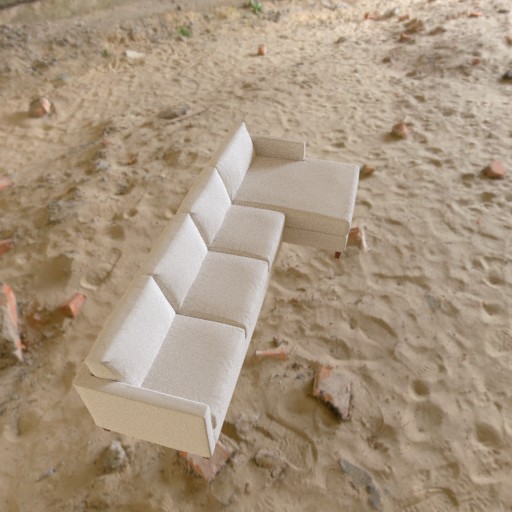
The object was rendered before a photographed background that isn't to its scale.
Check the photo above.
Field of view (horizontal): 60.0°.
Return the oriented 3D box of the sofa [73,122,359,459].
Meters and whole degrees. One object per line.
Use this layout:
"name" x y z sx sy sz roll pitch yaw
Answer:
"sofa" 0.000 0.000 4.108 1.606 0.954 3.471 11 45 11
